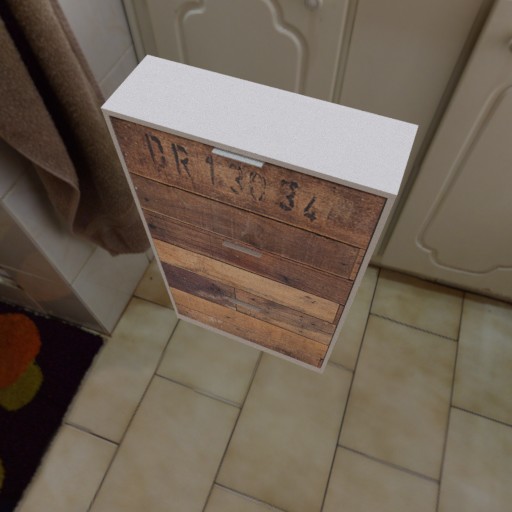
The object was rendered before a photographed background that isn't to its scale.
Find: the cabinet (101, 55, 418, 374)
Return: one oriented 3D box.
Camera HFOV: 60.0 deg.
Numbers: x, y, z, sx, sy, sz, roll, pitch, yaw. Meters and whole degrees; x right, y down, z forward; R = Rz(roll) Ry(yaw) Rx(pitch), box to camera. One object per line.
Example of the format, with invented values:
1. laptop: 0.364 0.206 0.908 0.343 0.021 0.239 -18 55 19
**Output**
1. cabinet: 0.000 0.000 1.632 0.750 1.280 0.250 19 60 11
